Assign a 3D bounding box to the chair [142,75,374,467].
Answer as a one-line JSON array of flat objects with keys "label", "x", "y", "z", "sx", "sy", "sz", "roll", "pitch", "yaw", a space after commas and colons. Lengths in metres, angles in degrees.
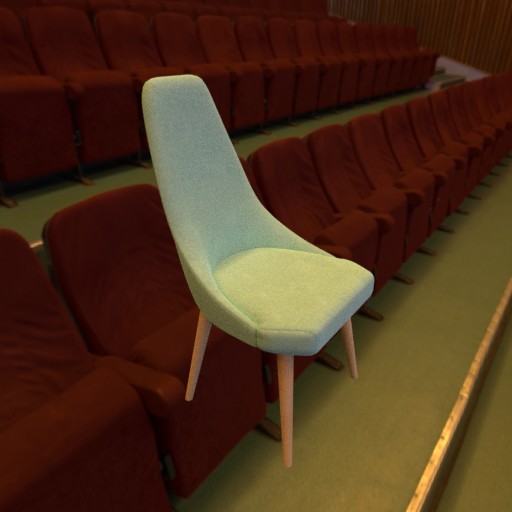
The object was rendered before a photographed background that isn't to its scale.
[{"label": "chair", "x": 0.000, "y": 0.000, "z": 1.410, "sx": 0.660, "sy": 1.040, "sz": 0.510, "roll": 17, "pitch": 31, "yaw": 32}]
